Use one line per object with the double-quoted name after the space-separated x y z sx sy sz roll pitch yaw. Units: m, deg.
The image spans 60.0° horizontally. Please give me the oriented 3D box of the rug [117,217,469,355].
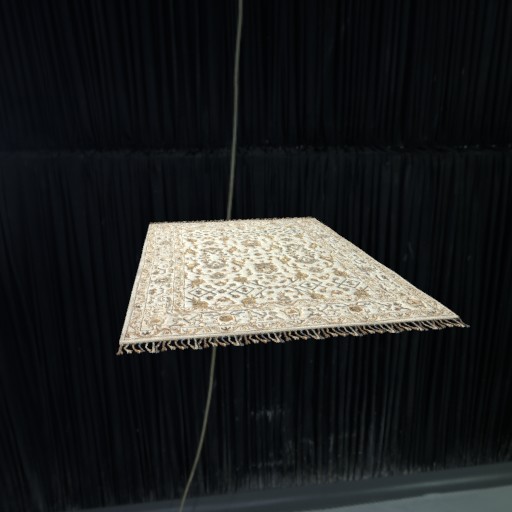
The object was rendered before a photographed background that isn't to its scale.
0.000 0.000 2.989 1.529 0.027 2.434 -3 17 -9 "rug"
